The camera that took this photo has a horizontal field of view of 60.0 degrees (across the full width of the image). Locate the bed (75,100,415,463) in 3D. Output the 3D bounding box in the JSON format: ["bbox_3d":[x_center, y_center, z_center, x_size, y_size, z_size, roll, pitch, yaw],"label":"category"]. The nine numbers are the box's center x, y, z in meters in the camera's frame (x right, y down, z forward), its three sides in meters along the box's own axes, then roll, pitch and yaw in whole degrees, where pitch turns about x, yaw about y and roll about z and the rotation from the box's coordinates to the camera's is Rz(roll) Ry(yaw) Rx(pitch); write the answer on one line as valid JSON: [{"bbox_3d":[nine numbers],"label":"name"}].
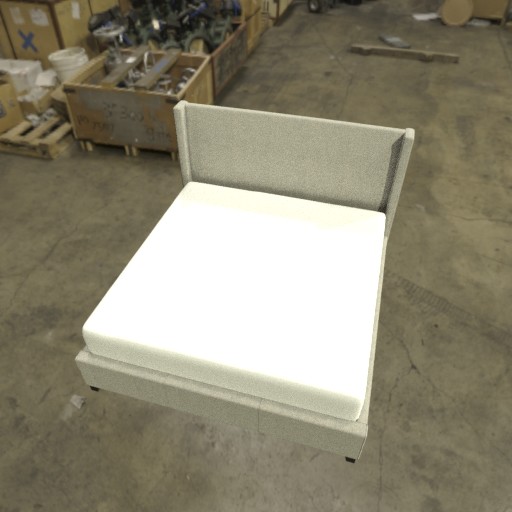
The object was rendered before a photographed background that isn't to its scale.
[{"bbox_3d":[0.000,0.000,3.643,2.140,1.470,2.280,11,43,12],"label":"bed"}]
